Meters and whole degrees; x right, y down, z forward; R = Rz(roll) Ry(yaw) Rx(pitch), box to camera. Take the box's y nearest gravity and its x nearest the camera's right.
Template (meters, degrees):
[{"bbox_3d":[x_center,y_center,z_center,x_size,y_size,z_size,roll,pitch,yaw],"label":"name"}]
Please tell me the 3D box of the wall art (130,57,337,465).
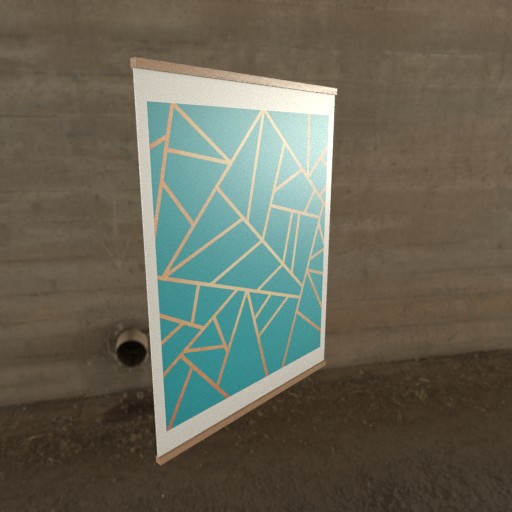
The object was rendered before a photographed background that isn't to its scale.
[{"bbox_3d":[0.000,0.000,0.803,0.012,0.608,0.459,13,19,42],"label":"wall art"}]
